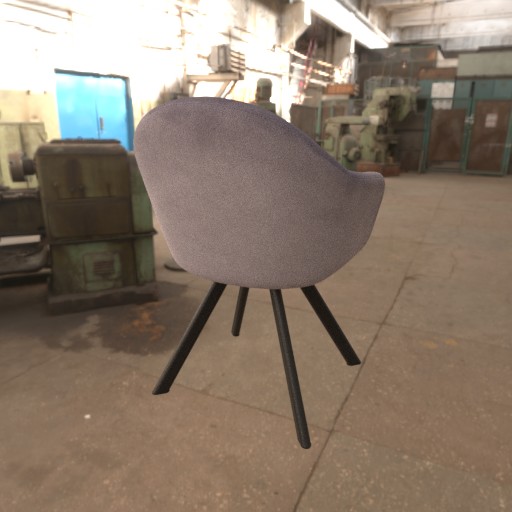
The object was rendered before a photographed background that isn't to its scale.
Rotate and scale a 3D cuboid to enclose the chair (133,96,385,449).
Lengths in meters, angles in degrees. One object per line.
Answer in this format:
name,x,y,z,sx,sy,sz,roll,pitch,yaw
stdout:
chair,0.000,0.000,1.182,0.570,0.780,0.540,9,19,27
